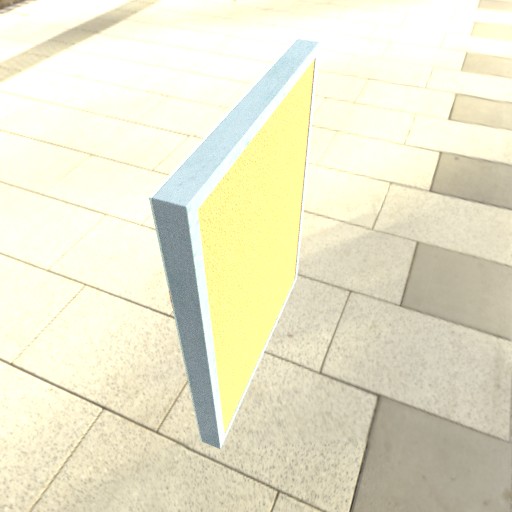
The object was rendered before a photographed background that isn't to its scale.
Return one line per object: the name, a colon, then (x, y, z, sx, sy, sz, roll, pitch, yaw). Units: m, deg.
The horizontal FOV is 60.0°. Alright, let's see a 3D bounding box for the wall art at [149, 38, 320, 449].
wall art: (0.000, 0.000, 0.690, 0.037, 0.509, 0.409, 16, 47, 15)
